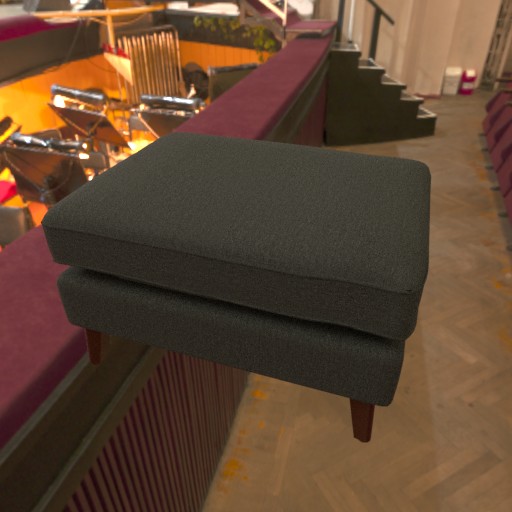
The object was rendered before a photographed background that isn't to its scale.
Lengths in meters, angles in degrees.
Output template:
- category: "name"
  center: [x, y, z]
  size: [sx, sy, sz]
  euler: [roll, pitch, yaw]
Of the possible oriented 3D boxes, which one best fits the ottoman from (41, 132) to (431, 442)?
- category: "ottoman"
  center: [0.000, 0.000, 1.219]
  size: [0.835, 0.503, 0.629]
  euler: [11, 35, 16]
